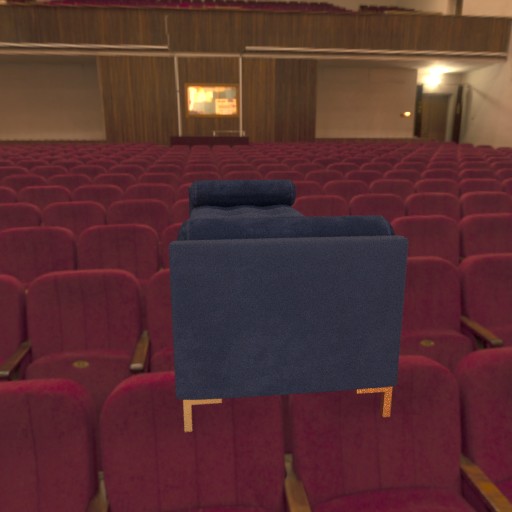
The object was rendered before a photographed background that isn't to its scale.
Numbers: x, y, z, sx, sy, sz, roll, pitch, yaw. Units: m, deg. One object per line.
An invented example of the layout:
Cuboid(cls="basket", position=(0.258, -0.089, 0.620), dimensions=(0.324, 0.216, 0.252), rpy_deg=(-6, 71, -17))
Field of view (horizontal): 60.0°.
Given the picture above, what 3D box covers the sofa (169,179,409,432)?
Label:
Cuboid(cls="sofa", position=(0.000, 0.000, 2.454), dimensions=(0.796, 0.705, 2.102), rpy_deg=(-2, 14, -6))
